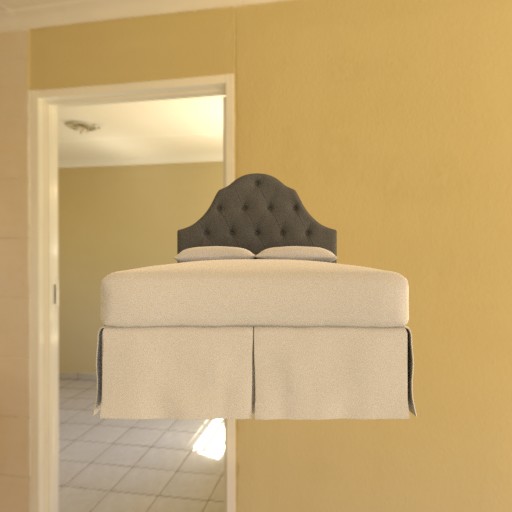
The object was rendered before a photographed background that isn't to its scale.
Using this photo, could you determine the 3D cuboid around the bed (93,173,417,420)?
[{"bbox_3d":[0.000,0.000,3.209,1.636,1.575,2.155,0,0,0],"label":"bed"}]
